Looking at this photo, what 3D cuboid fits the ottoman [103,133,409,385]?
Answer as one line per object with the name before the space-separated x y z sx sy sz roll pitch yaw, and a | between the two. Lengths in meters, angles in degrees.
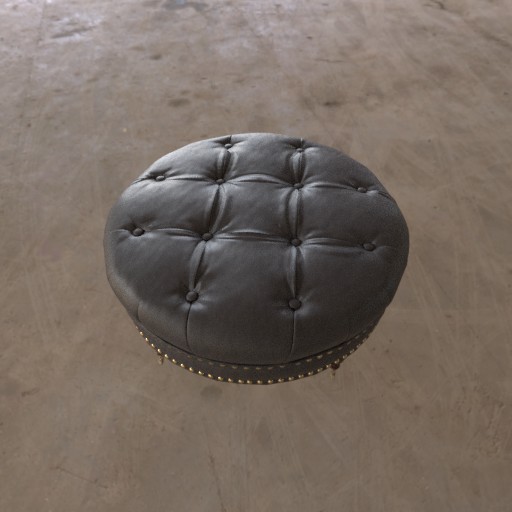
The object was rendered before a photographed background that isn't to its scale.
ottoman | 0.000 0.000 1.414 0.901 0.439 0.901 0 46 0
